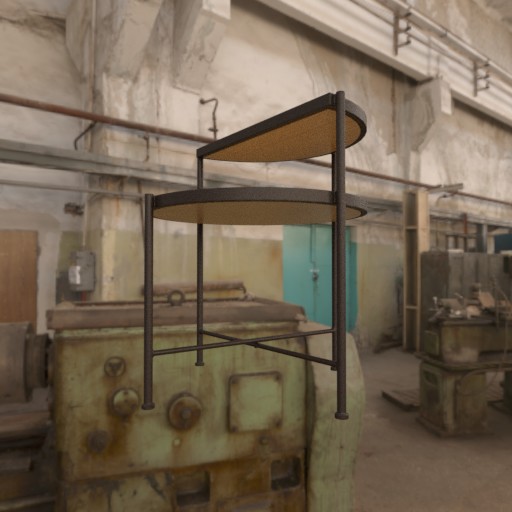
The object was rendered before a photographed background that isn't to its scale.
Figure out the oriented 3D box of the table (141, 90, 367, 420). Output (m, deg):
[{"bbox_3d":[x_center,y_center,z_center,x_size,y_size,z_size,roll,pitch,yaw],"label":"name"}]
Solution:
[{"bbox_3d":[0.000,0.000,1.172,0.628,0.684,0.629,1,-1,-37],"label":"table"}]
